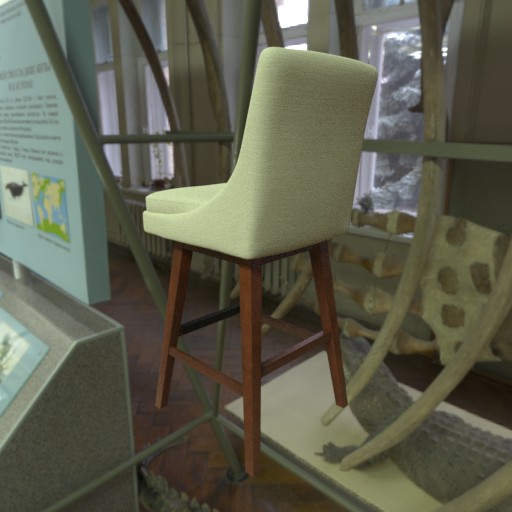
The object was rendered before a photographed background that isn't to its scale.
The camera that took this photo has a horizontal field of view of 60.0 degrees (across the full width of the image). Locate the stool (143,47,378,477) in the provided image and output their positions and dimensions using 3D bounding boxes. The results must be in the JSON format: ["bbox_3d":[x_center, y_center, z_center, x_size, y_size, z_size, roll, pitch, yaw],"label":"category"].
[{"bbox_3d":[0.000,0.000,1.379,0.559,1.097,0.470,15,21,42],"label":"stool"}]
